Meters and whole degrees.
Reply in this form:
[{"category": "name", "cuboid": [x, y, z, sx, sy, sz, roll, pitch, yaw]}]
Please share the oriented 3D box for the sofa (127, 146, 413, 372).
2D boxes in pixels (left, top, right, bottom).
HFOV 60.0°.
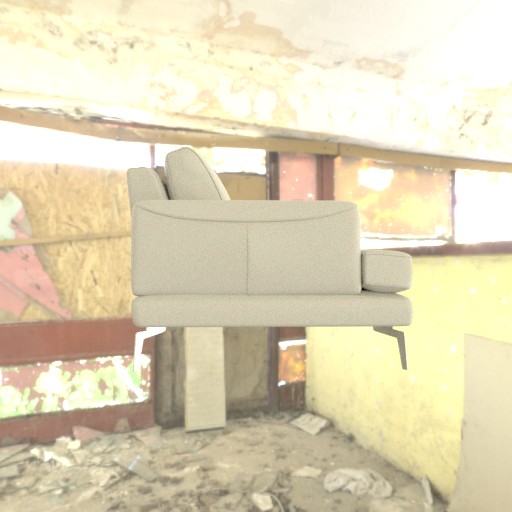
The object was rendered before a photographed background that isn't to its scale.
[{"category": "sofa", "cuboid": [0.000, 0.000, 2.367, 0.974, 0.765, 1.940, 0, -1, -1]}]
